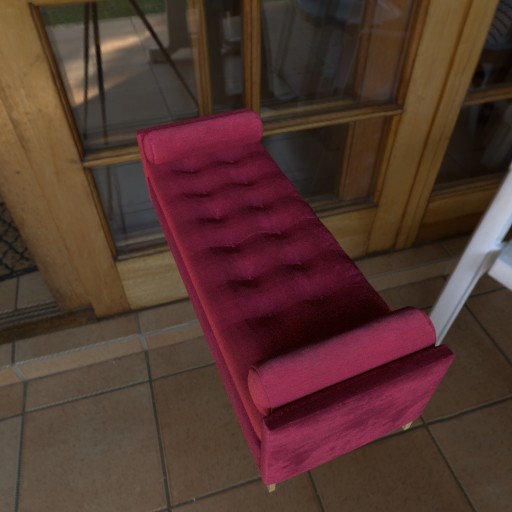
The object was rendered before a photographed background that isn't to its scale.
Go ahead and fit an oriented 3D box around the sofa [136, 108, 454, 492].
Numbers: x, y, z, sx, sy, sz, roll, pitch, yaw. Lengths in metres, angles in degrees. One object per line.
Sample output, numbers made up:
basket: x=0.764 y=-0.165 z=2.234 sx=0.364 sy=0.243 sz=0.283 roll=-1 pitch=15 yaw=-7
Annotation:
sofa: x=0.000 y=0.000 z=2.430 sx=0.796 sy=0.705 sz=2.102 roll=-17 pitch=48 yaw=-16
